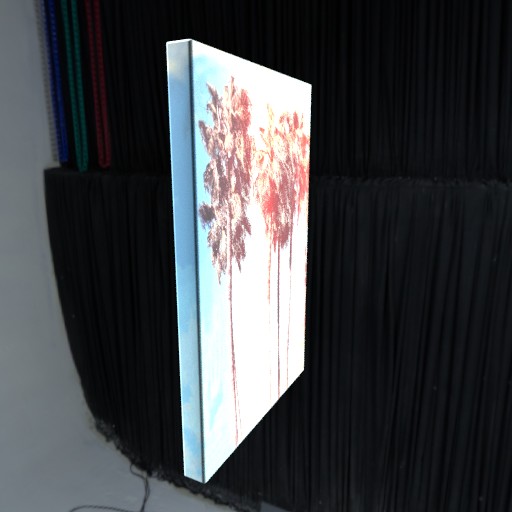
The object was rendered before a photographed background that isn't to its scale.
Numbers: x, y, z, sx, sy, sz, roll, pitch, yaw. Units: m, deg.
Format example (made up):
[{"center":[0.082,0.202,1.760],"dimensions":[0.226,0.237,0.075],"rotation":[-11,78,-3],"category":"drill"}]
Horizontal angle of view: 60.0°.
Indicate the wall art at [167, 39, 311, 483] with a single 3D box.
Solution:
[{"center":[0.000,0.000,0.769],"dimensions":[0.038,0.610,0.401],"rotation":[7,15,27],"category":"wall art"}]
